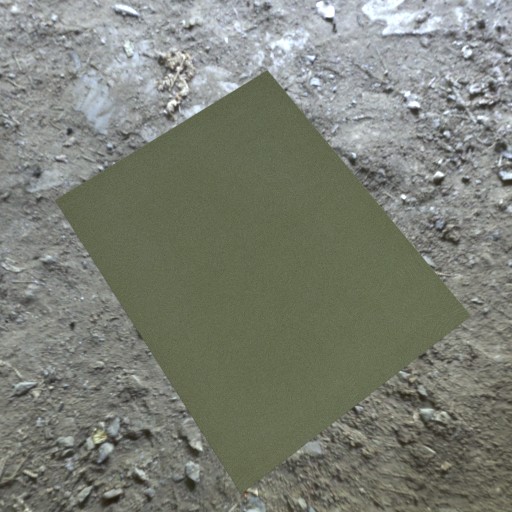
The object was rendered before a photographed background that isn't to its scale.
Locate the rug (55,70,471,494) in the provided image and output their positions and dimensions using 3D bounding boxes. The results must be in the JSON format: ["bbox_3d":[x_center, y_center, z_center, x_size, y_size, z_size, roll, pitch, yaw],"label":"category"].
[{"bbox_3d":[0.000,0.000,3.389,2.073,0.011,2.584,-34,78,-8],"label":"rug"}]
